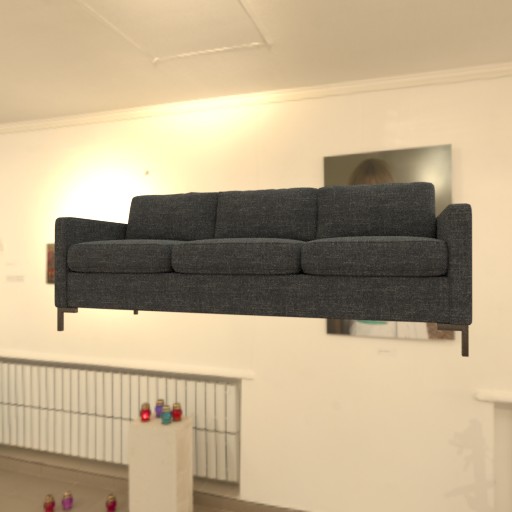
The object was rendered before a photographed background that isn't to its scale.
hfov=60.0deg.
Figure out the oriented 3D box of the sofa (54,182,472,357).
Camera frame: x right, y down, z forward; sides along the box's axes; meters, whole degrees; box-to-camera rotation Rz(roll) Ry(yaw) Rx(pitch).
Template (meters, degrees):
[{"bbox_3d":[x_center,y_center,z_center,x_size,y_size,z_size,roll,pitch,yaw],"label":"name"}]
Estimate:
[{"bbox_3d":[0.000,0.000,2.623,2.218,0.874,0.859,0,0,18],"label":"sofa"}]
